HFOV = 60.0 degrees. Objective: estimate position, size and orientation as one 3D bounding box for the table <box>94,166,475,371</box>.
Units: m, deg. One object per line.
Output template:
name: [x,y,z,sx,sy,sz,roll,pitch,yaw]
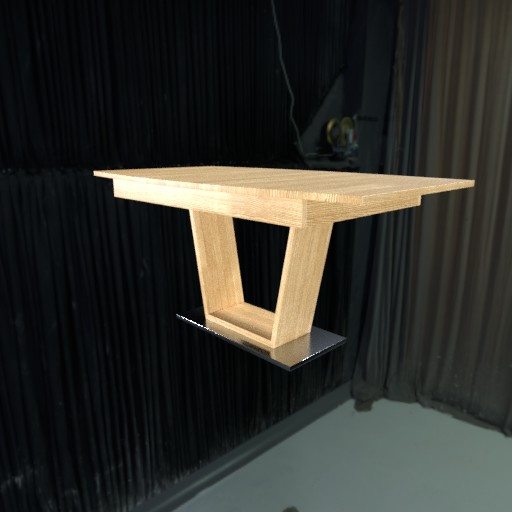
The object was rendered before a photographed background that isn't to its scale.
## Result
table: [0.000,0.000,2.076,0.900,0.748,1.598,-13,19,-43]
